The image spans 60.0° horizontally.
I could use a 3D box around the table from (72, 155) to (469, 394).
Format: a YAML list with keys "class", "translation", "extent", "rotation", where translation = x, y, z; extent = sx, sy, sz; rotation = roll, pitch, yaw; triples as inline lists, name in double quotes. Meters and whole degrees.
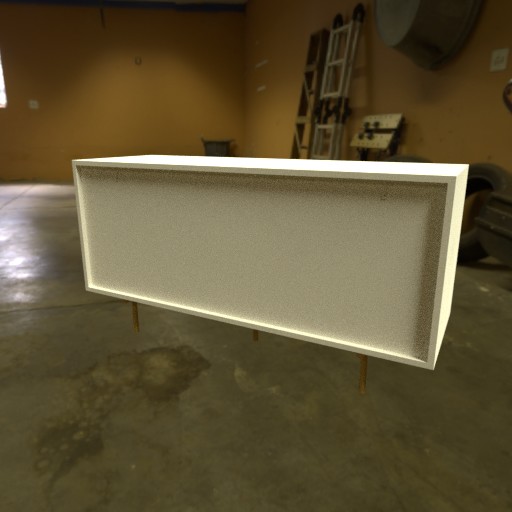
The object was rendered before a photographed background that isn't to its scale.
- class: "table"
  translation: [0.000, 0.000, 1.855]
  extent: [1.500, 0.769, 0.508]
  rotation: [8, 18, 27]
